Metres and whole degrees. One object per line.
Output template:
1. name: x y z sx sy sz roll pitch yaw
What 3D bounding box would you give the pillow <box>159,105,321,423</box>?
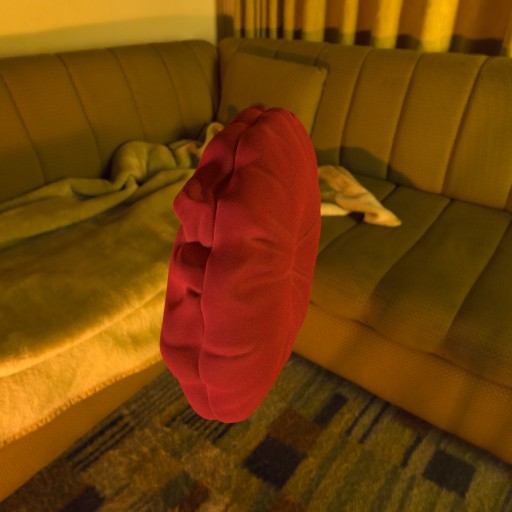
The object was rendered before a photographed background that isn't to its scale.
1. pillow: 0.000 0.000 0.634 0.148 0.407 0.428 9 32 14
